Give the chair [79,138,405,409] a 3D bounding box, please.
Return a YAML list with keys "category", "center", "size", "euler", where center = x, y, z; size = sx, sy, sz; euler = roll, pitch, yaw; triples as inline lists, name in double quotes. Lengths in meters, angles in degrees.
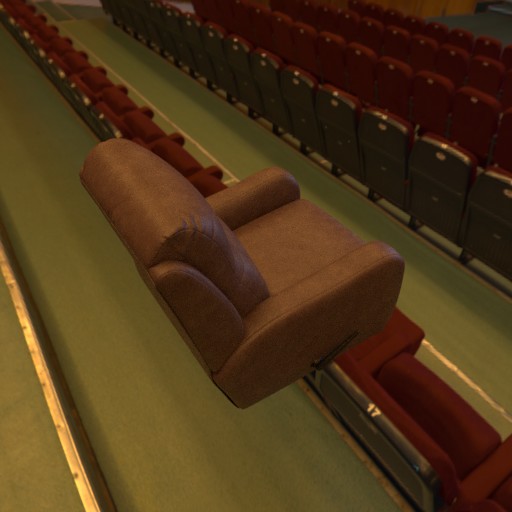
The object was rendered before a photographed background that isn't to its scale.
- category: "chair"
  center: [0.000, 0.000, 1.852]
  size: [1.067, 1.067, 0.865]
  euler: [-24, 48, -25]
